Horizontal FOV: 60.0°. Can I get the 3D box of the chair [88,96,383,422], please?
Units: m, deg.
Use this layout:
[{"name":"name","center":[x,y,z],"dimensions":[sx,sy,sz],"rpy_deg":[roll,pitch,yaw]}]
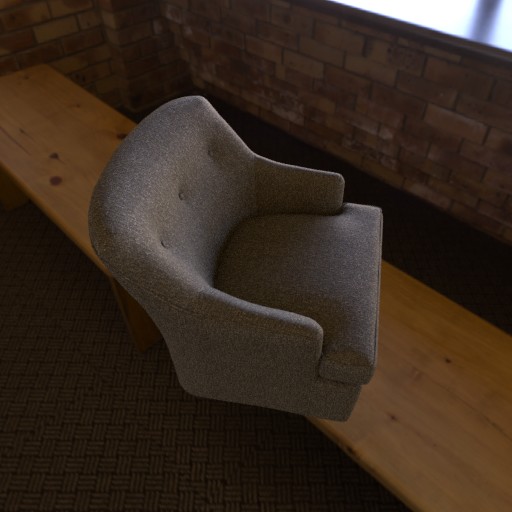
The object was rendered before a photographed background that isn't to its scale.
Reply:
[{"name":"chair","center":[0.000,0.000,1.646],"dimensions":[0.923,0.856,0.864],"rpy_deg":[9,47,9]}]
